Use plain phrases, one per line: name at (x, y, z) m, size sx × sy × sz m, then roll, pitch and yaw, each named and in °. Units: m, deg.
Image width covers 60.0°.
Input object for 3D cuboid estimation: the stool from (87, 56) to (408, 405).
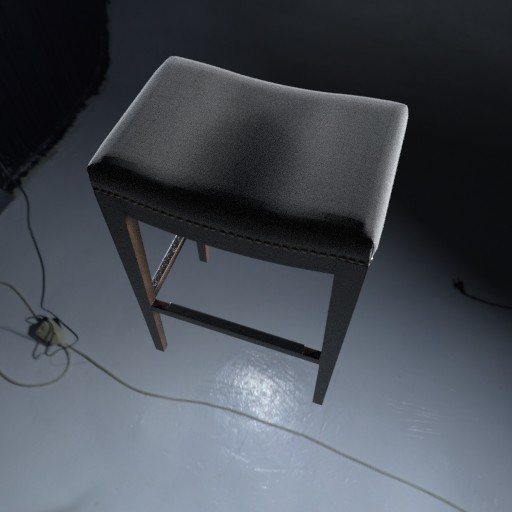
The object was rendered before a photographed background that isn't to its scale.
stool at (0.000, 0.000, 1.054) m, size 0.508 × 0.762 × 0.356 m, roll 16°, pitch 58°, yaw 10°
